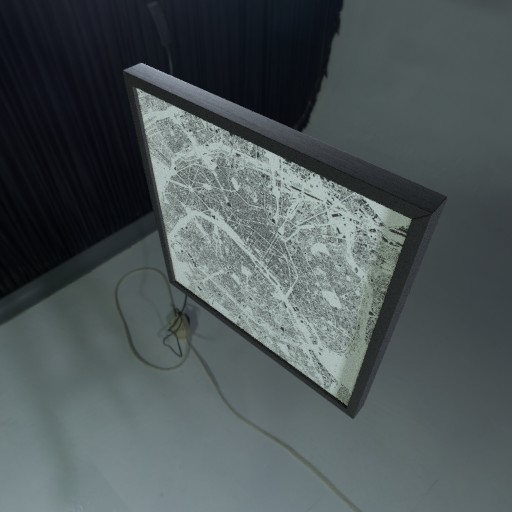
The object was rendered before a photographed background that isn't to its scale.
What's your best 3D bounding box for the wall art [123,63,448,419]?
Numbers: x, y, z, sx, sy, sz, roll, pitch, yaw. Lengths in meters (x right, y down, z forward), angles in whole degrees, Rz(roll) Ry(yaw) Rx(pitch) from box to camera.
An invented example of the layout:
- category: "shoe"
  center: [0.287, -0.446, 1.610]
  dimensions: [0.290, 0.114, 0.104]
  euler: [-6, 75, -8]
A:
- category: "wall art"
  center: [0.000, 0.000, 0.760]
  dimensions: [0.508, 0.508, 0.037]
  euler: [32, 55, 26]
